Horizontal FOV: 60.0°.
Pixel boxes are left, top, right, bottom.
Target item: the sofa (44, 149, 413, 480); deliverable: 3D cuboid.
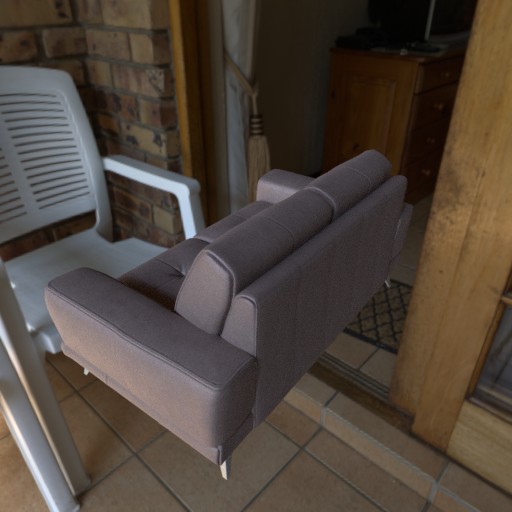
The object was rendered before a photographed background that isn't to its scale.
[{"bbox_3d":[0.000,0.000,2.292,1.018,0.907,1.806,21,38,31],"label":"sofa"}]
